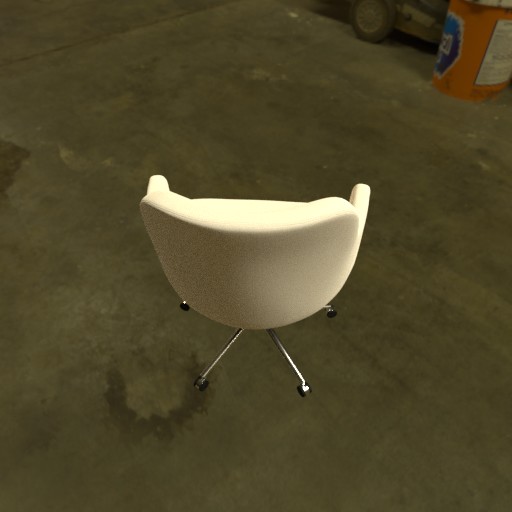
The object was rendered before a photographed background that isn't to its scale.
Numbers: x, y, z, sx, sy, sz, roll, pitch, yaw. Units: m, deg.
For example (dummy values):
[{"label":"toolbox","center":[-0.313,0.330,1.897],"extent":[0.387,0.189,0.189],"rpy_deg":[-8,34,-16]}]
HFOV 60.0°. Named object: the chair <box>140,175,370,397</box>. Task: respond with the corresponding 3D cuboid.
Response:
[{"label":"chair","center":[0.000,0.000,1.256],"extent":[0.602,0.819,0.647],"rpy_deg":[3,46,3]}]
